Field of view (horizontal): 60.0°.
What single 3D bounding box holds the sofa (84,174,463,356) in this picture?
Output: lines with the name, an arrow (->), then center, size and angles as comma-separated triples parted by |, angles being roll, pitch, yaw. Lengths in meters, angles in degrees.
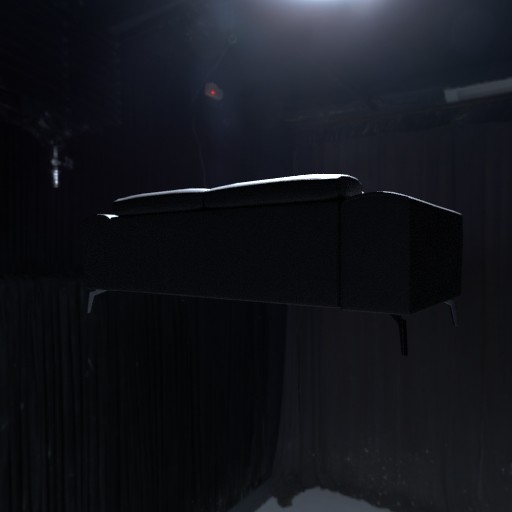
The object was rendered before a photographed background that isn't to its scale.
sofa -> 0.000, 0.000, 2.897 | 2.330, 0.814, 1.048 | 0, 1, 36
